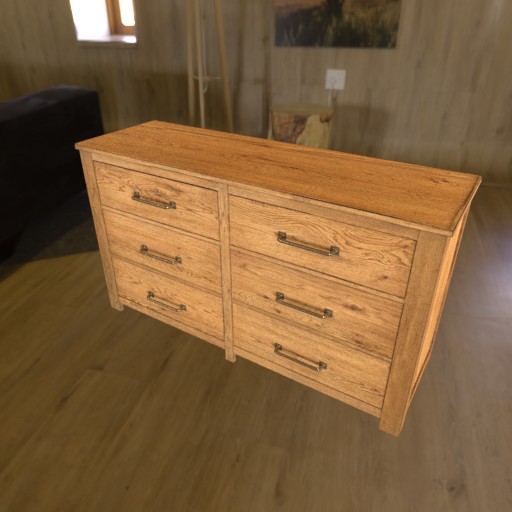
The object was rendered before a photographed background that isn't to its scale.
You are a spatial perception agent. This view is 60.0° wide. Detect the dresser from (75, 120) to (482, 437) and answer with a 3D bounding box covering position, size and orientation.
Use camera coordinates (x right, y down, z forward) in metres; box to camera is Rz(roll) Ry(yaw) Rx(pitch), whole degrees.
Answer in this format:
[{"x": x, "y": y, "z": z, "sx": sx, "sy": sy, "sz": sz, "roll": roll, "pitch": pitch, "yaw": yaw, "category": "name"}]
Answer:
[{"x": 0.000, "y": 0.000, "z": 2.074, "sx": 1.657, "sy": 0.932, "sz": 0.563, "roll": 17, "pitch": 35, "yaw": 27, "category": "dresser"}]
